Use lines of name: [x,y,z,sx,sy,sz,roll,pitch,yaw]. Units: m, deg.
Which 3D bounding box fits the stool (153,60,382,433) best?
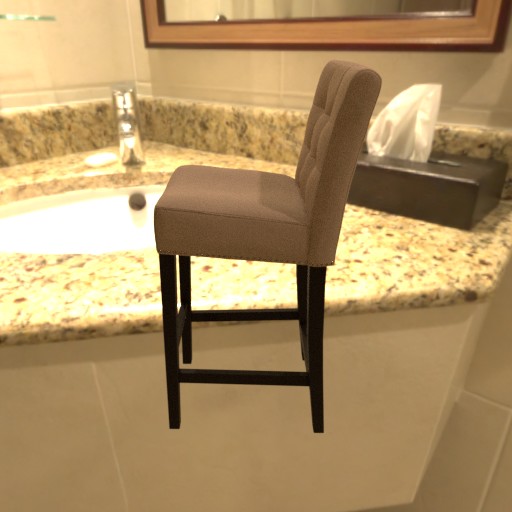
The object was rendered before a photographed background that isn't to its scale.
stool: [0.000,0.000,1.309,0.548,1.047,0.411,0,26,-1]
